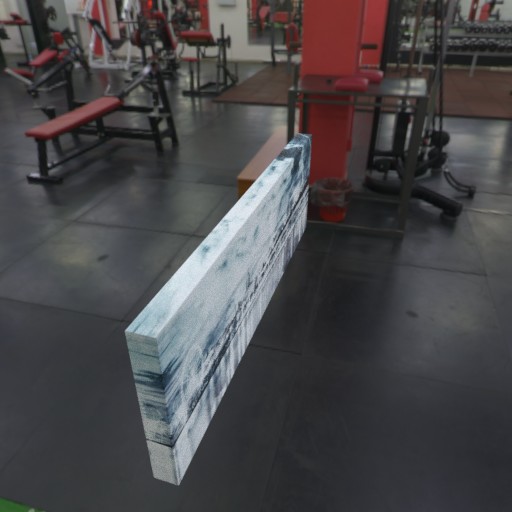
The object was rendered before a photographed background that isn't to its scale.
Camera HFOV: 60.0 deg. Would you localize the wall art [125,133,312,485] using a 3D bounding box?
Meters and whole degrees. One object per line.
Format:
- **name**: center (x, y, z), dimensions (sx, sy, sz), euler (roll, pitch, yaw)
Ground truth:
- **wall art**: center (0.000, 0.000, 0.821), dimensions (0.037, 0.251, 0.759), euler (10, 32, 15)
